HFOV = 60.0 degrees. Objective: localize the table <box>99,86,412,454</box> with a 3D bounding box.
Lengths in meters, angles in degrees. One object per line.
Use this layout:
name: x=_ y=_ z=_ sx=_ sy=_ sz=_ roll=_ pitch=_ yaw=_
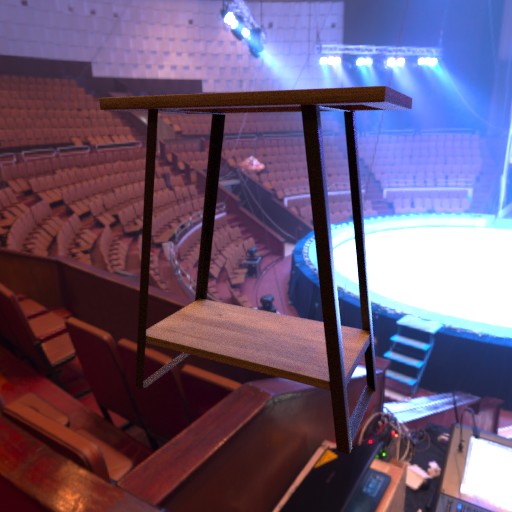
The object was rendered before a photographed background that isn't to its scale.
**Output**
table: x=0.000 y=0.000 z=1.041 sx=0.599 sy=0.701 sz=0.300 roll=8 pitch=17 yaw=25
